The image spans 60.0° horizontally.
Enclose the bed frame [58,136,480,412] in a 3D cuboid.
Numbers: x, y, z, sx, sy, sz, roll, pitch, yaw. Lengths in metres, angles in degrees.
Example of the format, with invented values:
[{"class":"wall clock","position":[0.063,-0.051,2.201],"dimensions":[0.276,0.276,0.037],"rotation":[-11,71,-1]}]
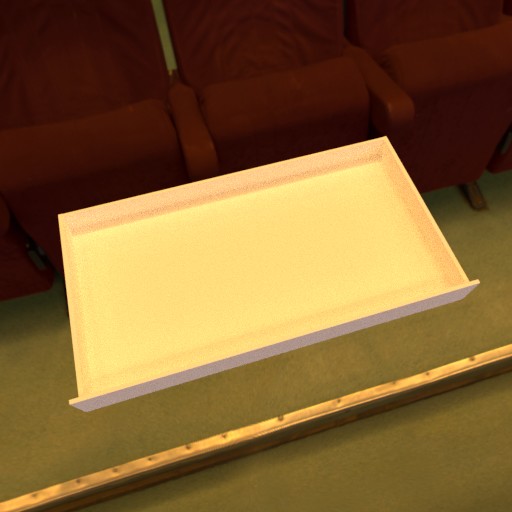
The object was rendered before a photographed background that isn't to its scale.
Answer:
[{"class":"bed frame","position":[0.000,0.000,1.542],"dimensions":[1.300,0.141,0.670],"rotation":[-15,64,-8]}]
